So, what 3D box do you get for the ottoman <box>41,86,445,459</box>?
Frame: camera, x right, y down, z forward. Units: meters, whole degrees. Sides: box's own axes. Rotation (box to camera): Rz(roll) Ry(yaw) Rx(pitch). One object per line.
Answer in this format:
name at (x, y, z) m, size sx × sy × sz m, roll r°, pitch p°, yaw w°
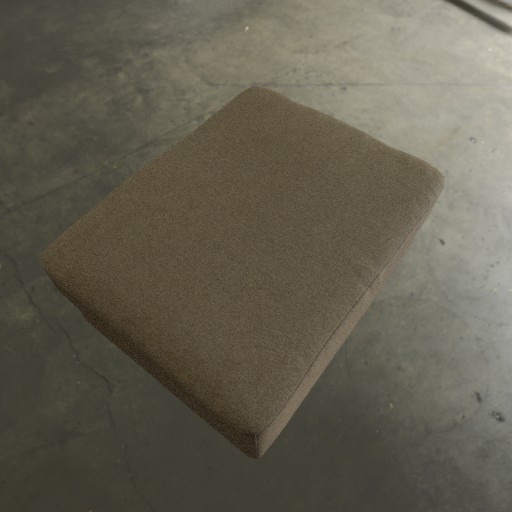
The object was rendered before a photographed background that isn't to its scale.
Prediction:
ottoman at (0.000, 0.000, 1.297) m, size 0.692 × 0.511 × 0.889 m, roll 33°, pitch 62°, yaw 20°
